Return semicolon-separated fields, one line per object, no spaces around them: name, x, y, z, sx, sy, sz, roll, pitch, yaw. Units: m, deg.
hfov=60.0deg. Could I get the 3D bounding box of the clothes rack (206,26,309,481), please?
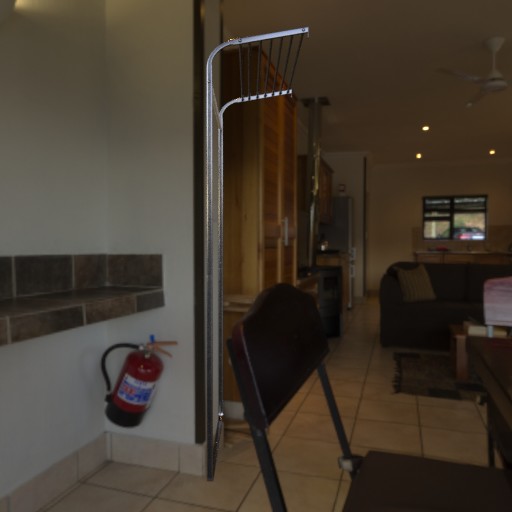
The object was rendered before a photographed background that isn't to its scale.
clothes rack;0.000;0.000;1.820;0.349;1.574;0.609;0;1;-1
